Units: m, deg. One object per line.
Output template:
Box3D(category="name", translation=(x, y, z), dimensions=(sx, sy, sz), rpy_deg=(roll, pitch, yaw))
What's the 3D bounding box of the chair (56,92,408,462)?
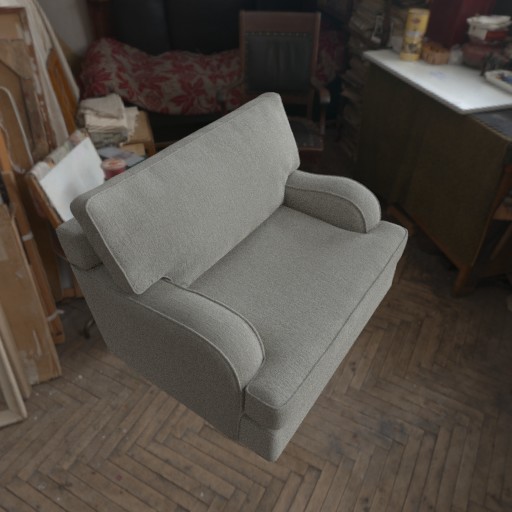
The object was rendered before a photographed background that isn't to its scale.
Box3D(category="chair", translation=(0.000, 0.000, 2.006), dimensions=(1.041, 1.016, 1.220), rpy_deg=(24, 46, 26))
